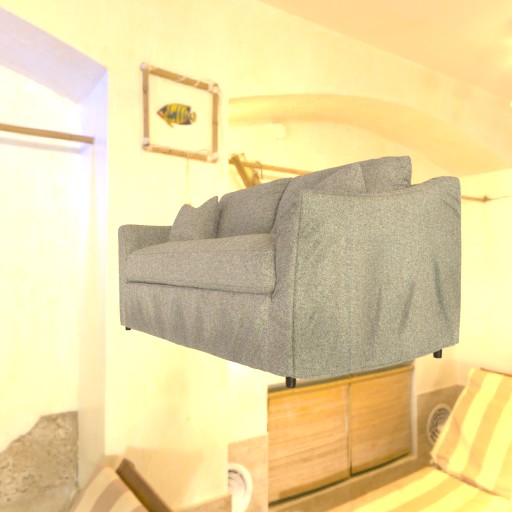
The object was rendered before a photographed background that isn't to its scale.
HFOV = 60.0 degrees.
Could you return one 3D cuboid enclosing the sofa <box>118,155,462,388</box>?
[{"bbox_3d":[0.000,0.000,2.649,1.072,1.018,2.010,1,-1,-35],"label":"sofa"}]
